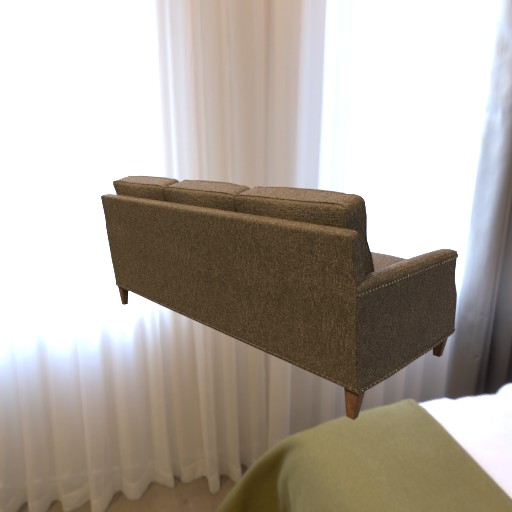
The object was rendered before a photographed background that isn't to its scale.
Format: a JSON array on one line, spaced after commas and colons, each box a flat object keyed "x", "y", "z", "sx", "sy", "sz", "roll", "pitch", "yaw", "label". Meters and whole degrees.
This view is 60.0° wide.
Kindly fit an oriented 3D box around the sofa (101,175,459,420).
[{"x": 0.000, "y": 0.000, "z": 2.904, "sx": 1.084, "sy": 1.003, "sz": 2.246, "roll": -13, "pitch": 19, "yaw": -43, "label": "sofa"}]
